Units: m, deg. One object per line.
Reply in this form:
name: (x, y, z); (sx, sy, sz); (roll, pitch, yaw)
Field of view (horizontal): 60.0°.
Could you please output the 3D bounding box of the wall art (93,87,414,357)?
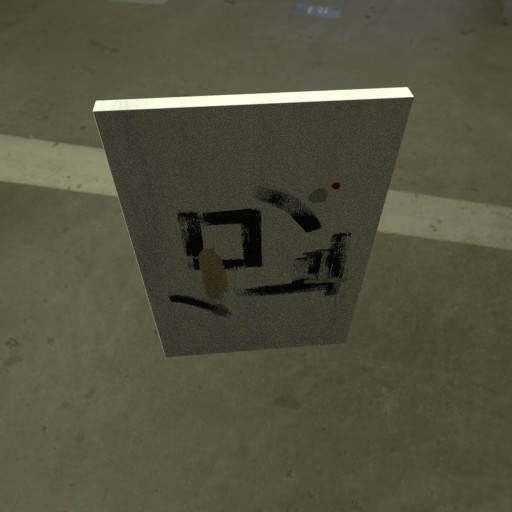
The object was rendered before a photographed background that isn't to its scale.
wall art: (0.000, 0.000, 1.207); (0.624, 0.914, 0.043); (-4, 47, -3)
